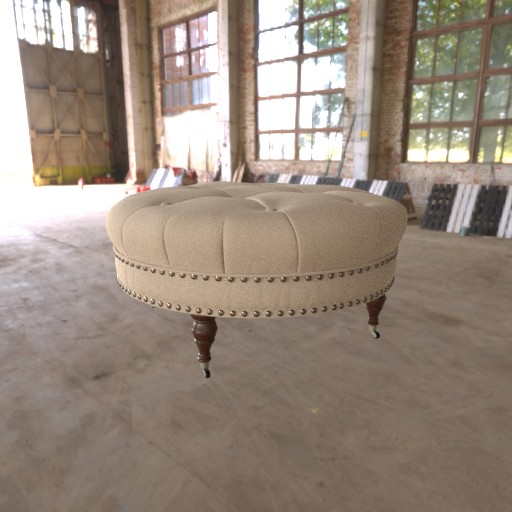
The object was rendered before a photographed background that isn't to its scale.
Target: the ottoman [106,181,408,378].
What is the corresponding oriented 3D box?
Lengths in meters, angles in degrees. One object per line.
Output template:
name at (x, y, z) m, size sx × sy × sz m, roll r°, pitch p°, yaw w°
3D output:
ottoman at (0.000, 0.000, 1.406) m, size 0.901 × 0.439 × 0.901 m, roll 0°, pitch 13°, yaw 0°
